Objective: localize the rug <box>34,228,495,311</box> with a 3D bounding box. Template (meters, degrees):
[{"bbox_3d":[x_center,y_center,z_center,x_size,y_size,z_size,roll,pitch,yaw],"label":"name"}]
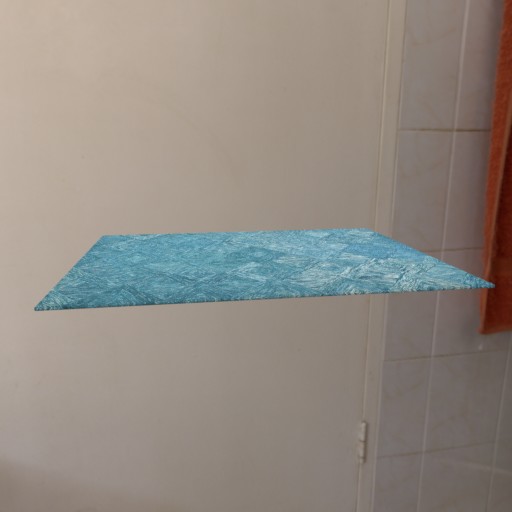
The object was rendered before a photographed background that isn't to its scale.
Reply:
[{"bbox_3d":[0.000,0.000,4.198,3.217,0.027,2.405,-2,14,-8],"label":"rug"}]
